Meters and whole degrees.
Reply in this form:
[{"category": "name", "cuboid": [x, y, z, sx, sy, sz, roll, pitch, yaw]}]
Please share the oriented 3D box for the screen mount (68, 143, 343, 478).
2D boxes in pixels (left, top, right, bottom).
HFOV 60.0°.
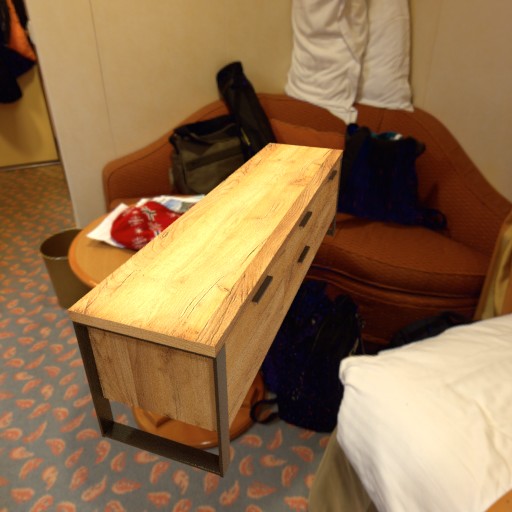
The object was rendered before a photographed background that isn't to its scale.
[{"category": "screen mount", "cuboid": [0.000, 0.000, 1.719, 0.395, 0.450, 1.524, 10, 31, 17]}]
